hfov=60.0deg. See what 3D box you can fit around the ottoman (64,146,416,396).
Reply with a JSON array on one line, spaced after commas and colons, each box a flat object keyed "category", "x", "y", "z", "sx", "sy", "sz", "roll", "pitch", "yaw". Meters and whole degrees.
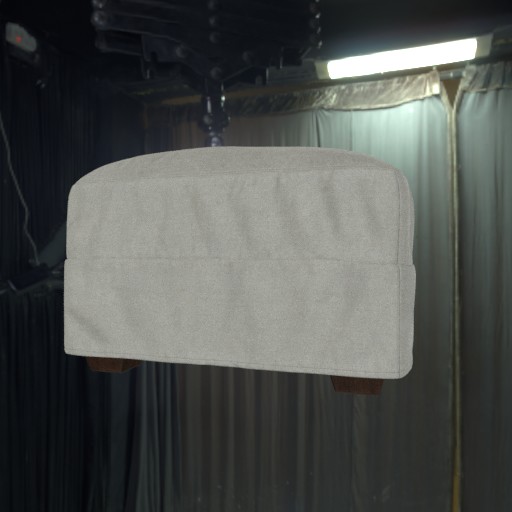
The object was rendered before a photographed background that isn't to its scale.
[{"category": "ottoman", "x": 0.000, "y": 0.000, "z": 1.065, "sx": 0.712, "sy": 0.480, "sz": 0.584, "roll": 0, "pitch": 0, "yaw": 17}]
